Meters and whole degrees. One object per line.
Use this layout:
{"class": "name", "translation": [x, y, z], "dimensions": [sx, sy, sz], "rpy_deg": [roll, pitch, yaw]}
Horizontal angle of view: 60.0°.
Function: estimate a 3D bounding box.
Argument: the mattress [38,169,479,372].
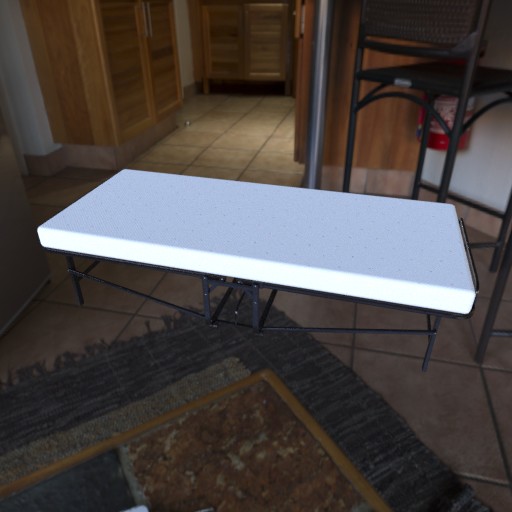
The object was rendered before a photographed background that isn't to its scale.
{"class": "mattress", "translation": [0.000, 0.000, 2.509], "dimensions": [2.153, 0.519, 0.922], "rpy_deg": [8, 33, 13]}
